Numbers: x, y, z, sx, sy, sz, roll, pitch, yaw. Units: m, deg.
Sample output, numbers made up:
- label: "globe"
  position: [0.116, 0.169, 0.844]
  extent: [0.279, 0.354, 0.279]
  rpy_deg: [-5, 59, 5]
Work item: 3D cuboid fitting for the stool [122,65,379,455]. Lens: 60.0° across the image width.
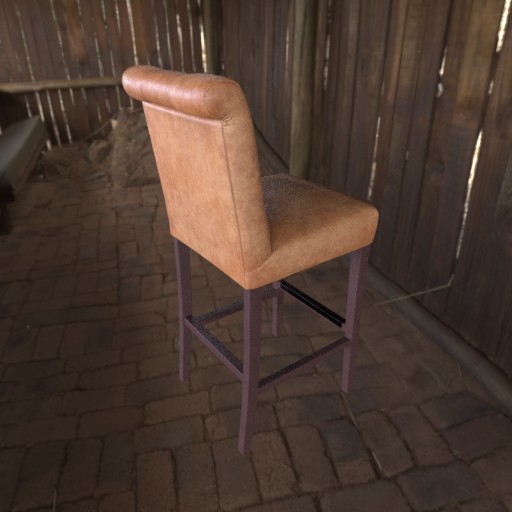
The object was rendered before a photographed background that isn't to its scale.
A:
- label: "stool"
  position: [0.000, 0.000, 1.438]
  extent: [0.601, 1.140, 0.493]
  rpy_deg: [-18, 32, -32]
